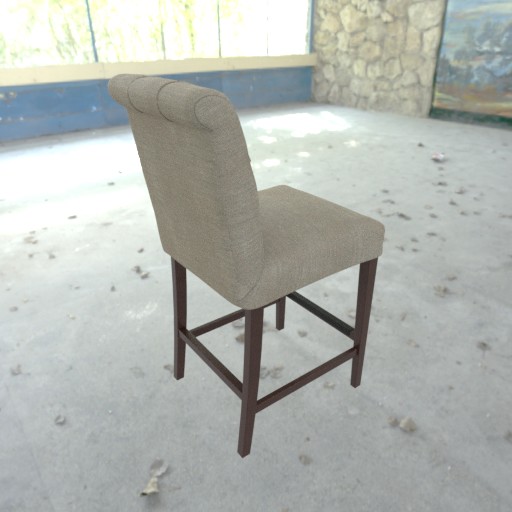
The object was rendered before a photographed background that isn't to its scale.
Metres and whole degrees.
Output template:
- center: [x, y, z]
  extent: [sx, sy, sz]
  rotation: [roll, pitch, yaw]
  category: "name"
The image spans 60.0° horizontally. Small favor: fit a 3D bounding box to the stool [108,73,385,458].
- center: [0.000, 0.000, 1.409]
  extent: [0.660, 1.084, 0.486]
  rotation: [-19, 32, -32]
  category: "stool"
